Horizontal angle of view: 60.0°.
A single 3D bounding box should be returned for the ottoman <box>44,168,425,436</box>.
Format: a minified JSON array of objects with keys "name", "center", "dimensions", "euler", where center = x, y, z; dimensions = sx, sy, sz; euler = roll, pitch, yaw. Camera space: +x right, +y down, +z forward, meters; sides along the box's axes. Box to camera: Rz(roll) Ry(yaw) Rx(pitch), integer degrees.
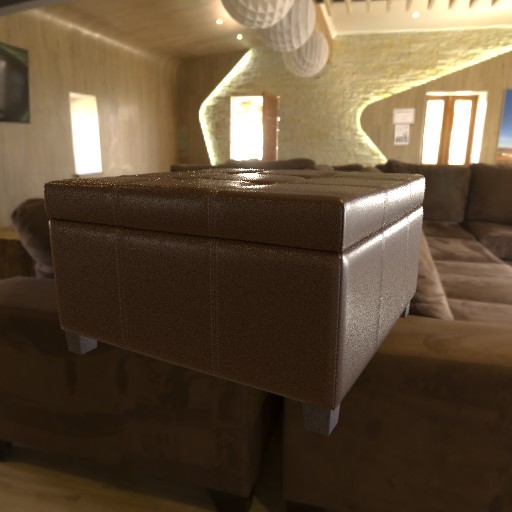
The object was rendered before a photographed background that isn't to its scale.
[{"name":"ottoman","center":[0.000,0.000,1.280],"dimensions":[0.787,0.460,0.788],"euler":[8,16,29]}]
